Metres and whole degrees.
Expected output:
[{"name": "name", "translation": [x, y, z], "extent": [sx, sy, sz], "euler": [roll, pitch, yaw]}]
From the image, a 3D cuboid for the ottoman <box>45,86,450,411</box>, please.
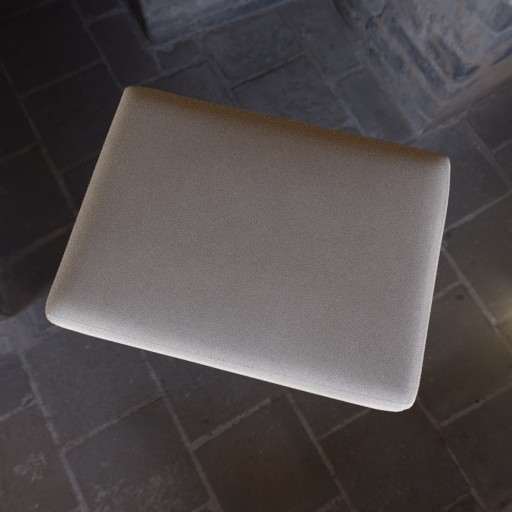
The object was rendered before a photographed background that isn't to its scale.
[{"name": "ottoman", "translation": [0.000, 0.000, 1.119], "extent": [0.773, 0.504, 0.569], "euler": [14, 77, 3]}]
